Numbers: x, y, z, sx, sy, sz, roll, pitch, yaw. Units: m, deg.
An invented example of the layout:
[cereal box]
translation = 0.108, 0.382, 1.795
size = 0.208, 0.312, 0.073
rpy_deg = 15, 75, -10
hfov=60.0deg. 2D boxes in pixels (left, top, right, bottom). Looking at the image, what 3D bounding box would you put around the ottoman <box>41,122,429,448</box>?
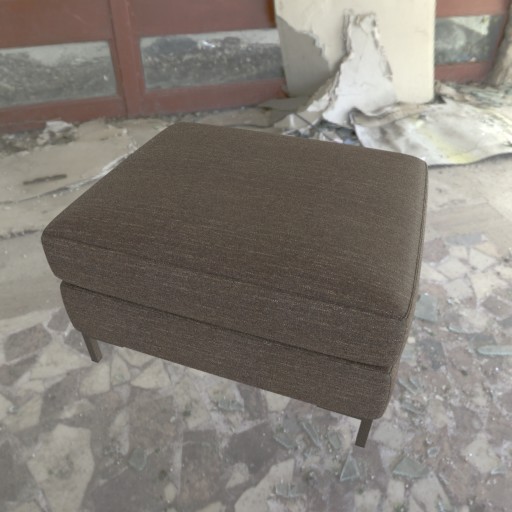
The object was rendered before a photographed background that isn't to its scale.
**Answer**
[ottoman]
translation = 0.000, 0.000, 1.215
size = 0.820, 0.490, 0.671
rpy_deg = 13, 41, 15
